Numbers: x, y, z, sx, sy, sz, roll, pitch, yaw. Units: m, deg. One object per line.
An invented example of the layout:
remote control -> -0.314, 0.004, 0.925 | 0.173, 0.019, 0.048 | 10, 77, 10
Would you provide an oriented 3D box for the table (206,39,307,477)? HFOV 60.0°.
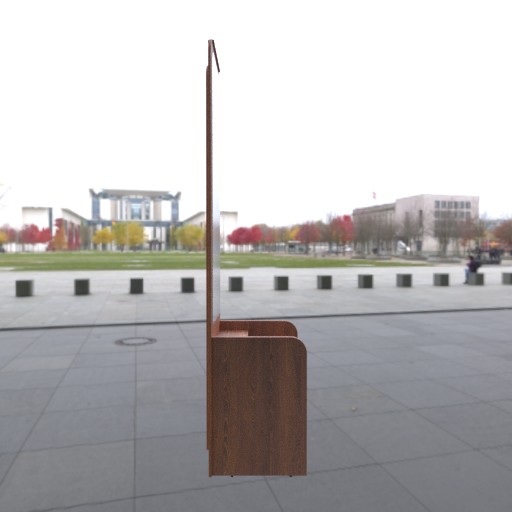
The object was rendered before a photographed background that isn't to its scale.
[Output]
table -> 0.000, 0.000, 2.037 | 0.420, 1.830, 0.450 | 0, 1, 0
